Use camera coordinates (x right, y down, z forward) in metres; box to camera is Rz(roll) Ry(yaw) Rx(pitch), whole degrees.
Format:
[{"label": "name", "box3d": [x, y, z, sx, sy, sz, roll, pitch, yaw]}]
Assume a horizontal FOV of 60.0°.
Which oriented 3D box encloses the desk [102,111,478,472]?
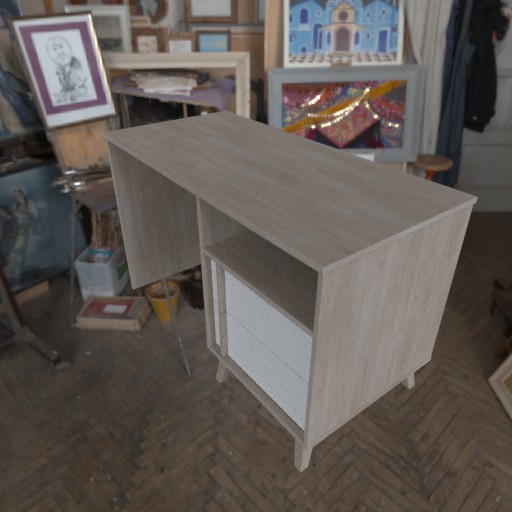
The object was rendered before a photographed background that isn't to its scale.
[{"label": "desk", "box3d": [0.000, 0.000, 1.703, 0.600, 0.770, 1.251, -22, 37, -31]}]
